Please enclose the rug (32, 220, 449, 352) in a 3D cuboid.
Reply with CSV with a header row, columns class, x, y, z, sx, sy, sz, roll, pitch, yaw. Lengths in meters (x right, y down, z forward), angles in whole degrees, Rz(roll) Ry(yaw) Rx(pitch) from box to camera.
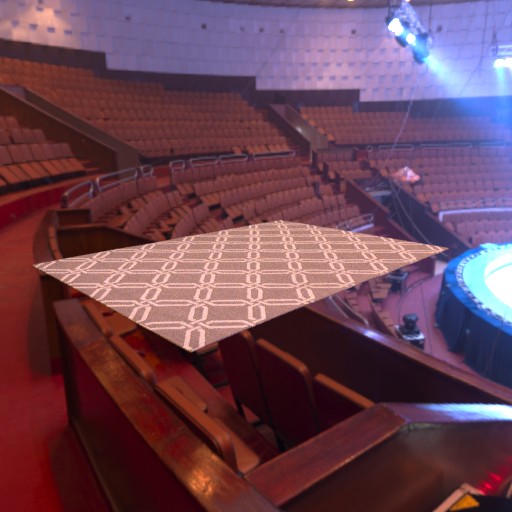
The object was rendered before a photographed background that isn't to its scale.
class,x,y,z,sx,sy,sz,roll,pitch,yaw
rug,0.000,0.000,4.412,3.419,0.020,2.441,-14,20,-43
